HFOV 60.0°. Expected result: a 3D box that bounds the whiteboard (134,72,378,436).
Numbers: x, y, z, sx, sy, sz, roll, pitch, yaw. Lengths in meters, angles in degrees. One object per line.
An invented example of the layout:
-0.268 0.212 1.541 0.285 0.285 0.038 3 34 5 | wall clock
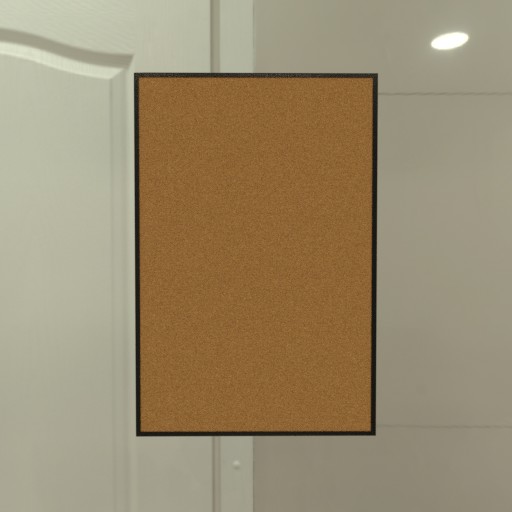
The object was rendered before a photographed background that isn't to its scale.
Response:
0.000 0.000 0.756 0.406 0.611 0.026 0 1 0 | whiteboard
